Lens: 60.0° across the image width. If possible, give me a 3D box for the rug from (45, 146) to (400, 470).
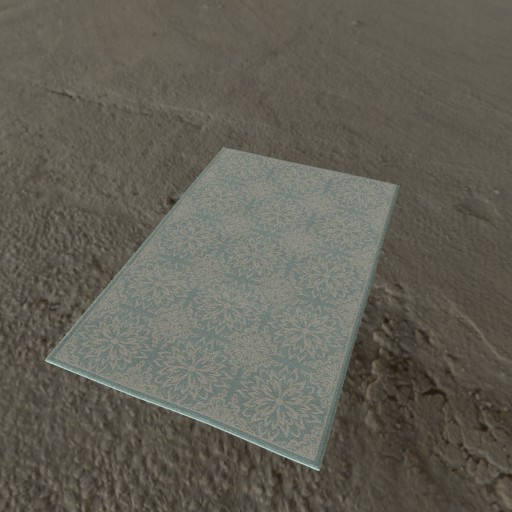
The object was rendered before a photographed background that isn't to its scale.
[{"bbox_3d":[0.000,0.000,2.342,1.219,0.012,1.840,16,47,15],"label":"rug"}]
